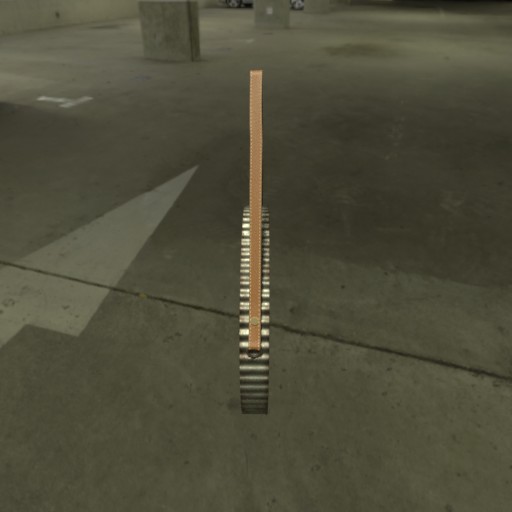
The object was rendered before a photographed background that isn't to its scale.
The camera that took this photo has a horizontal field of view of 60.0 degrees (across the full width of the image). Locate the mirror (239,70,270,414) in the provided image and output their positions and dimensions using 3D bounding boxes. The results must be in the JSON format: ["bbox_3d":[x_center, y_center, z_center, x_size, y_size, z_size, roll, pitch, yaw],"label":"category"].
[{"bbox_3d":[0.000,0.000,0.725,0.042,0.568,0.355,0,32,1],"label":"mirror"}]
